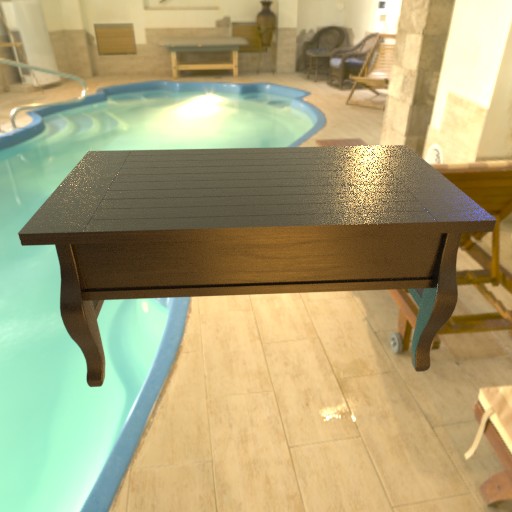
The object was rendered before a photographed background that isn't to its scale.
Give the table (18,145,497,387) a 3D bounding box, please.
[{"bbox_3d":[0.000,0.000,1.356,1.062,0.494,0.600,-2,31,-3],"label":"table"}]
